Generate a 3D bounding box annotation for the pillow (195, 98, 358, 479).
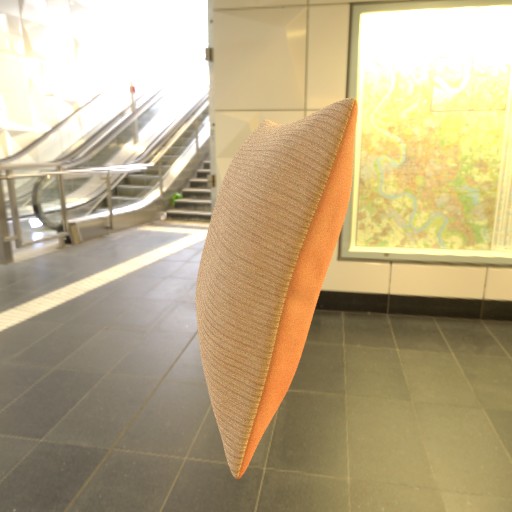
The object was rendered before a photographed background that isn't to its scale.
[{"bbox_3d":[0.000,0.000,0.647,0.177,0.401,0.424,-2,15,-9],"label":"pillow"}]
